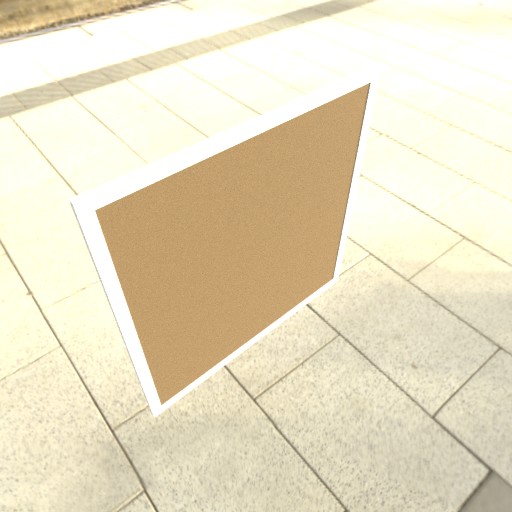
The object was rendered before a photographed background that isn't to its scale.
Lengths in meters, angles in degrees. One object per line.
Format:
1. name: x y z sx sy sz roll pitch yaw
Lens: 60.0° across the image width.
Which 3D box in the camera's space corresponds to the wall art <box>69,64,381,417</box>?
1. wall art: 0.000 0.000 1.209 0.812 0.812 0.015 -32 54 -27
